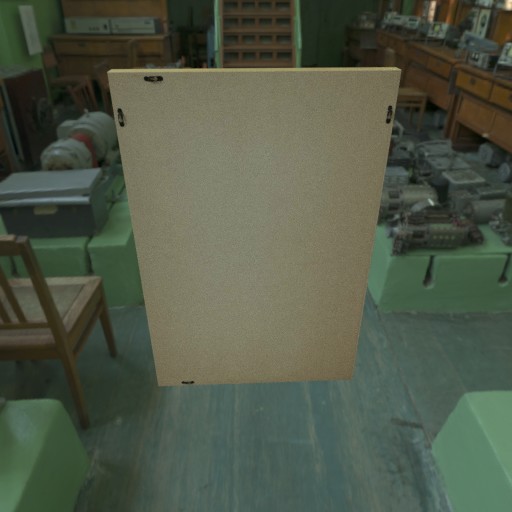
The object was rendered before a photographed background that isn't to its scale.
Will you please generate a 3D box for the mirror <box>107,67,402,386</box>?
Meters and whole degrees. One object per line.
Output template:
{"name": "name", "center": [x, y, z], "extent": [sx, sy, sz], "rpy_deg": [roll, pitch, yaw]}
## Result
{"name": "mirror", "center": [0.000, 0.000, 1.168], "extent": [0.609, 0.915, 0.041], "rpy_deg": [-1, 31, -2]}
